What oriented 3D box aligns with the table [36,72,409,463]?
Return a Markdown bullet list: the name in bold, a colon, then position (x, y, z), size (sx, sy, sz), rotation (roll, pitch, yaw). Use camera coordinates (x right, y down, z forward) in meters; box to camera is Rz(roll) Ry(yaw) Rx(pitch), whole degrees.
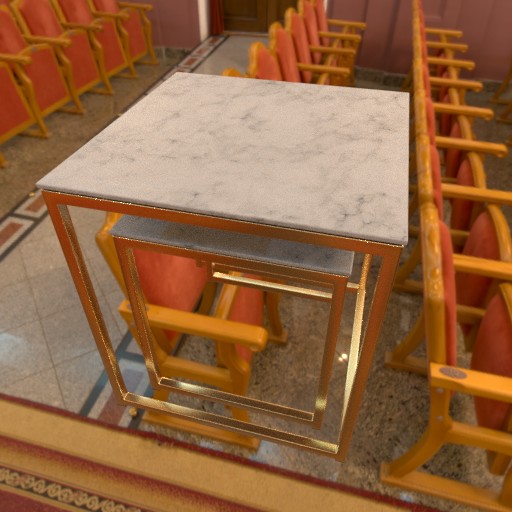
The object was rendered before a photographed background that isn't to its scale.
- **table**: position (0.000, 0.000, 0.834), size (0.450, 0.500, 0.450), rotation (10, 41, 12)
